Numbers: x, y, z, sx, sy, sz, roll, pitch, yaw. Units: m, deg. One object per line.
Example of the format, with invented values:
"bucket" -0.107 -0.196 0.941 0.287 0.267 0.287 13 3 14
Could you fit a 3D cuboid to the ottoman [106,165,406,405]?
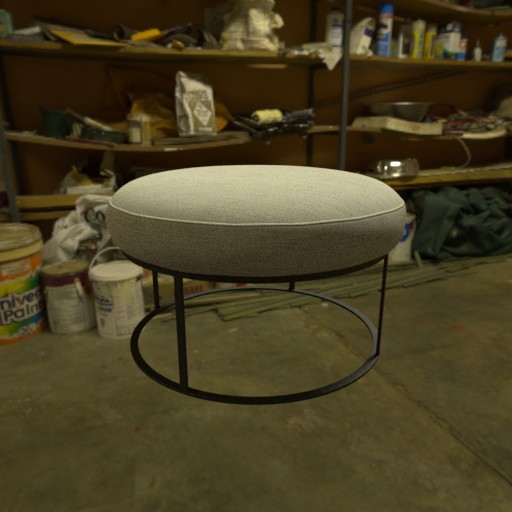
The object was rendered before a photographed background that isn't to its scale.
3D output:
"ottoman" 0.000 0.000 1.228 0.769 0.459 0.769 0 17 0
